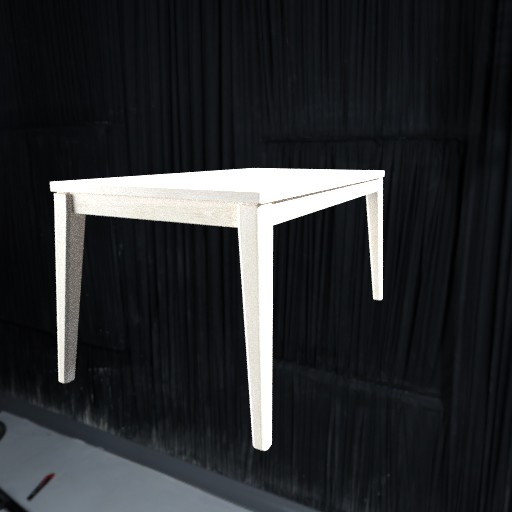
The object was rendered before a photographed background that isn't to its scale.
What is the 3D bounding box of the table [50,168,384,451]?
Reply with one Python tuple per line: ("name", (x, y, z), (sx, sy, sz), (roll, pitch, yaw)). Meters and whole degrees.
("table", (0.000, 0.000, 2.117), (0.900, 0.760, 1.600), (7, 15, 27))
